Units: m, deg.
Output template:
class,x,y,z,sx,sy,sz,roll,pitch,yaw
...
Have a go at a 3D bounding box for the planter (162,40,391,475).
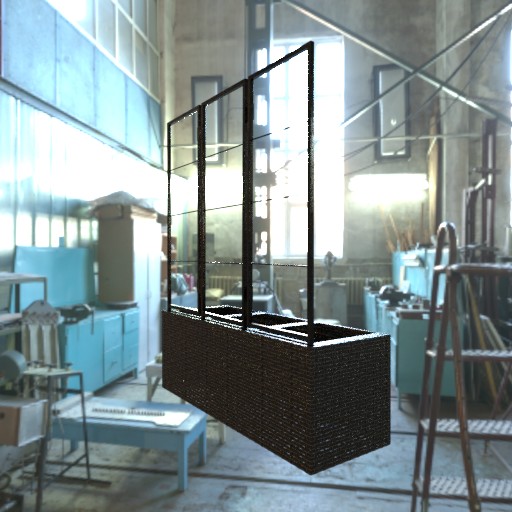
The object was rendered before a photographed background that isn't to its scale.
class,x,y,z,sx,sy,sz,roll,pitch,yaw
planter,0.000,0.000,1.198,0.244,0.841,0.699,0,0,-36
